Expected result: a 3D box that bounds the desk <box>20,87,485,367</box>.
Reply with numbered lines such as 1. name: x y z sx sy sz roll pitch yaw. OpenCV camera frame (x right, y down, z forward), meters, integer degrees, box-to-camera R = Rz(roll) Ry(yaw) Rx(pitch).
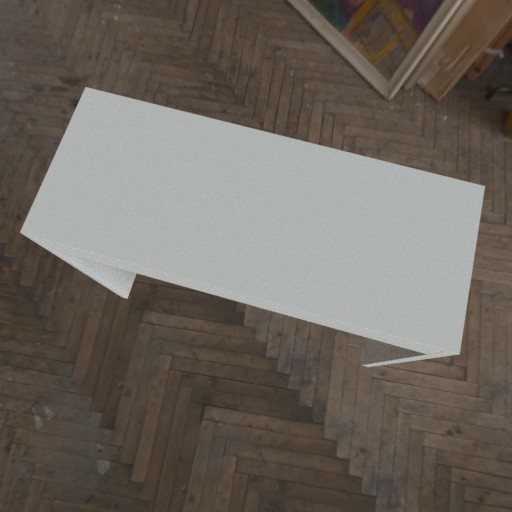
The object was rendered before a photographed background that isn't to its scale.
1. desk: 0.000 0.000 1.401 1.000 0.790 0.400 15 75 4
